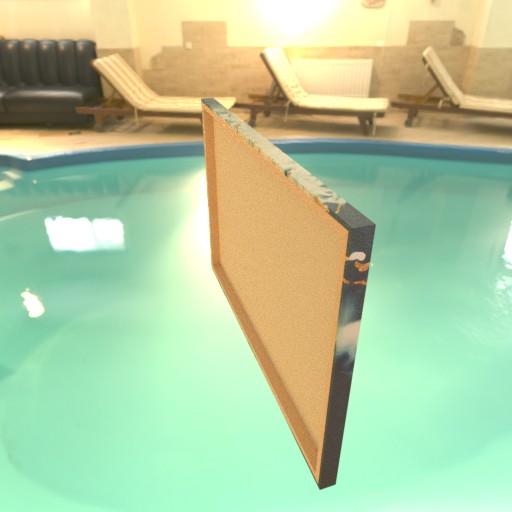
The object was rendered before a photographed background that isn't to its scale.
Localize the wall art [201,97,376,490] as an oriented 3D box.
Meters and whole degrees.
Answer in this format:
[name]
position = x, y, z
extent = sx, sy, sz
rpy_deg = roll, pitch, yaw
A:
[wall art]
position = 0.000, 0.000, 1.137
extent = 0.038, 0.608, 0.912
rpy_deg = -10, 32, -16
